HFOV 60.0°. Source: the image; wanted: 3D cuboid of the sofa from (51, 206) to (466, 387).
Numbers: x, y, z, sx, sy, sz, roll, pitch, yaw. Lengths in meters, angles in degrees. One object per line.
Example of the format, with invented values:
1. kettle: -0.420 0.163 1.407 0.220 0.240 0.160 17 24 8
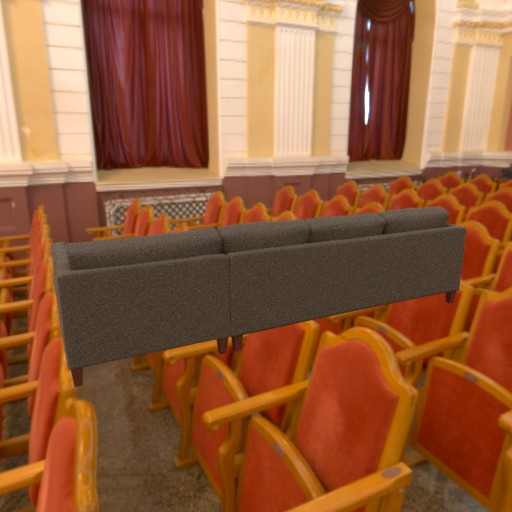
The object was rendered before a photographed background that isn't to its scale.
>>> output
1. sofa: 0.000 0.000 3.821 3.186 0.846 1.625 -7 17 -25
